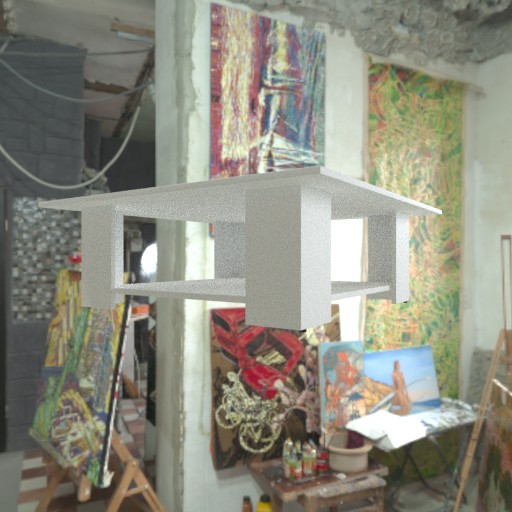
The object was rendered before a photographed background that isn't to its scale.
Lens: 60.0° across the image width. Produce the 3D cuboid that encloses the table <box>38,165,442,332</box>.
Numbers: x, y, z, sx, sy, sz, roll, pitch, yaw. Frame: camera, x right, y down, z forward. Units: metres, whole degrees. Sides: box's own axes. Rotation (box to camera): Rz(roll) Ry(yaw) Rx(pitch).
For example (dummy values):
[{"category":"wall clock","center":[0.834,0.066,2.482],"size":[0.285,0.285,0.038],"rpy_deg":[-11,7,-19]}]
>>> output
[{"category":"table","center":[0.000,0.000,1.370],"size":[0.890,0.305,0.890],"rpy_deg":[0,0,35]}]
